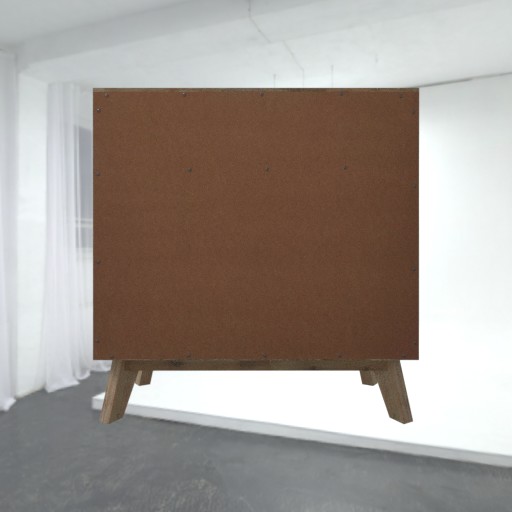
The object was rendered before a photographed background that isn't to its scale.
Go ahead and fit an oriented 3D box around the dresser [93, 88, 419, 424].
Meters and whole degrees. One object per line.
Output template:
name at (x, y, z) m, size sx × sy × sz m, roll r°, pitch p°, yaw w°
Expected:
dresser at (0.000, 0.000, 1.582) m, size 0.998 × 1.029 × 0.455 m, roll 0°, pitch 0°, yaw 0°
